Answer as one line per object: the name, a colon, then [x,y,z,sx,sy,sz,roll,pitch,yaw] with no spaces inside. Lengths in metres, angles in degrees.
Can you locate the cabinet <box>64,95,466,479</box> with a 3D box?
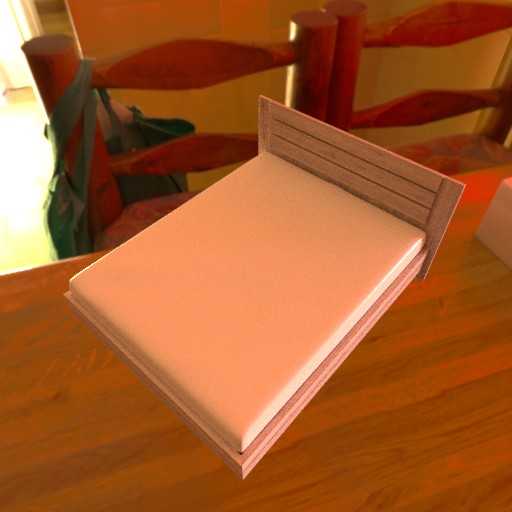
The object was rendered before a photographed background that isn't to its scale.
cabinet: [0.000,0.000,3.055,1.750,0.970,2.080,33,56,27]
